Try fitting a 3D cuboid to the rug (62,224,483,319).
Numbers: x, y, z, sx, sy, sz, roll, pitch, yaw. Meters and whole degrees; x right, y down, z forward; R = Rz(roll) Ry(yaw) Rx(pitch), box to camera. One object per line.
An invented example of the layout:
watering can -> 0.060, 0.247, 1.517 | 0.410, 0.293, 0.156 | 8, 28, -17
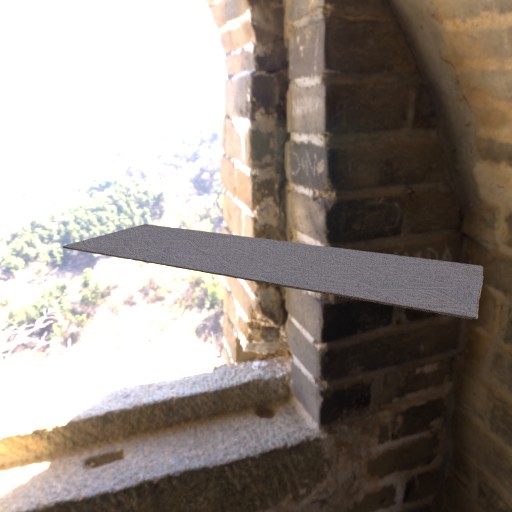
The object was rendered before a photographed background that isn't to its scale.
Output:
rug -> 0.000, 0.000, 2.659 | 2.436, 0.013, 0.807 | 8, 18, 27
